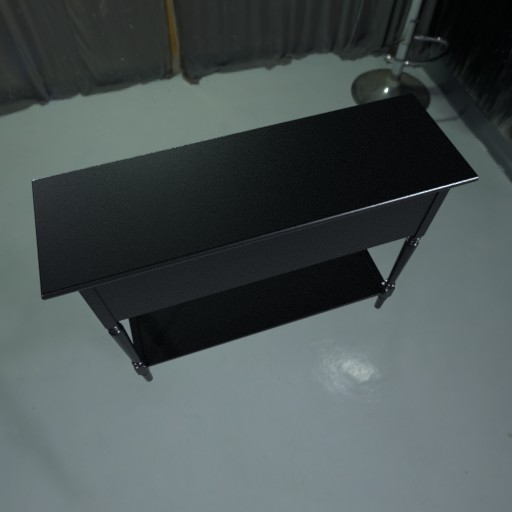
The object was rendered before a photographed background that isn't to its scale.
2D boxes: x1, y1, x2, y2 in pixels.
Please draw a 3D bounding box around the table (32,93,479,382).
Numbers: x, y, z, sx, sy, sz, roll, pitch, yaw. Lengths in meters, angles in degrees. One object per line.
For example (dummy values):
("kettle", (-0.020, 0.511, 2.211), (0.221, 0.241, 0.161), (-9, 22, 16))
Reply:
("table", (0.000, 0.000, 1.577), (1.191, 0.819, 0.386), (-16, 59, -10))
